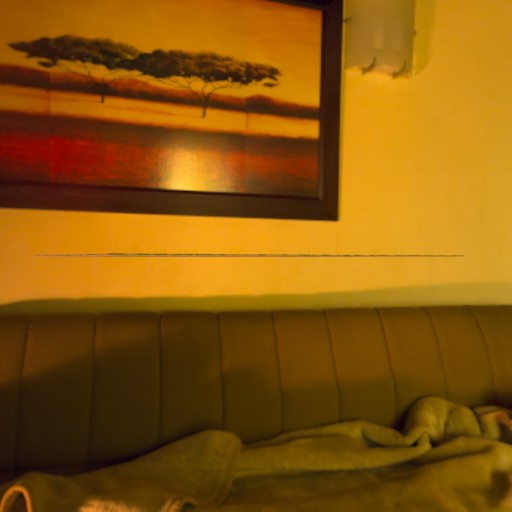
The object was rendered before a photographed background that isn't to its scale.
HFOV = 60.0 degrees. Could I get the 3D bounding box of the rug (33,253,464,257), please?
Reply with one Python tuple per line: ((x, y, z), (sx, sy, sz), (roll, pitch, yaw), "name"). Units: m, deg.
((0.000, 0.000, 2.948), (2.447, 0.011, 1.520), (0, 0, -36), "rug")
